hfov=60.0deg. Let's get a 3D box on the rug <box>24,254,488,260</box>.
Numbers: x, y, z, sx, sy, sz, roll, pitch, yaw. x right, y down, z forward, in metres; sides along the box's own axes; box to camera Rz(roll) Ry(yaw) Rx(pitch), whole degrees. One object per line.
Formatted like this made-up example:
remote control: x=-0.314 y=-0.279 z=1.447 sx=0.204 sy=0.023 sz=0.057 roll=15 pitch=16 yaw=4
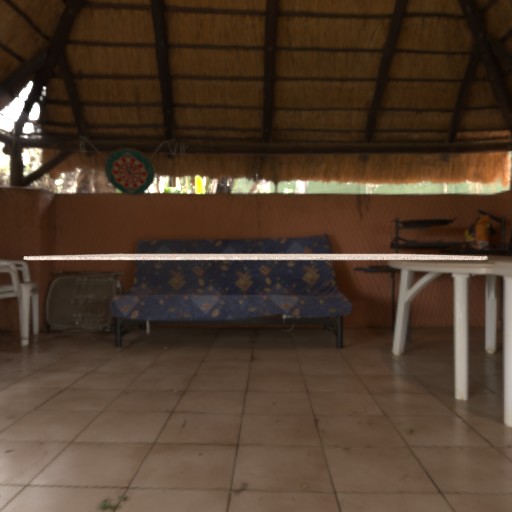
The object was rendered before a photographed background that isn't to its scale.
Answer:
rug: x=0.000 y=0.000 z=2.344 sx=1.832 sy=0.016 sz=1.224 roll=0 pitch=1 yaw=1
